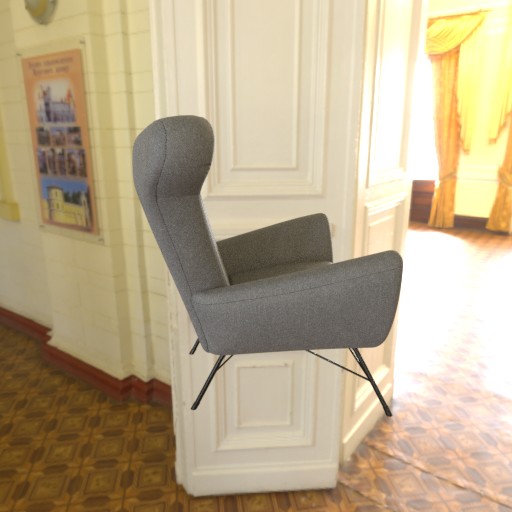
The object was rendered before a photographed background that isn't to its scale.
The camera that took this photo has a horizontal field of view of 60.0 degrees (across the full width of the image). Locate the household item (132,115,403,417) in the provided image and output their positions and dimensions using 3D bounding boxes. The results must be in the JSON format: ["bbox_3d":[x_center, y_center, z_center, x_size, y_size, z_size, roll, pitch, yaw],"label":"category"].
[{"bbox_3d":[0.000,0.000,1.772,0.900,1.050,0.980,-2,16,-9],"label":"household item"}]
